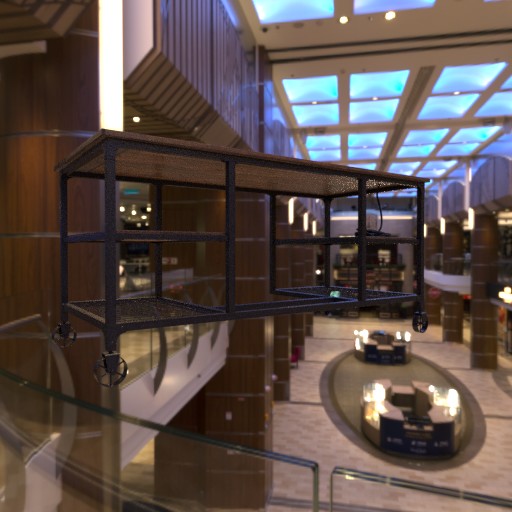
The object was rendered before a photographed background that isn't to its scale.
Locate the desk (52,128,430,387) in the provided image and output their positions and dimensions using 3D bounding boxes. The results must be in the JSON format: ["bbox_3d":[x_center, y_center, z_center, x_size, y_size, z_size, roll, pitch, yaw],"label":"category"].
[{"bbox_3d":[0.000,0.000,2.001,1.590,0.751,0.711,0,1,-35],"label":"desk"}]
